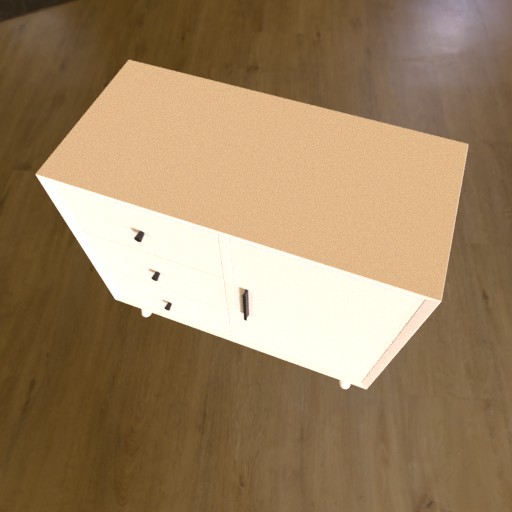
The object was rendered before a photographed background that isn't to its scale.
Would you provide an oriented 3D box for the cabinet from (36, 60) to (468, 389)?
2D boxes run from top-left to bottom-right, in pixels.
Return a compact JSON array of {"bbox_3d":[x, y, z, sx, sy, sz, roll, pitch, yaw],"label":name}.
[{"bbox_3d":[0.000,0.000,1.229,0.800,0.761,0.398,18,61,10],"label":"cabinet"}]
